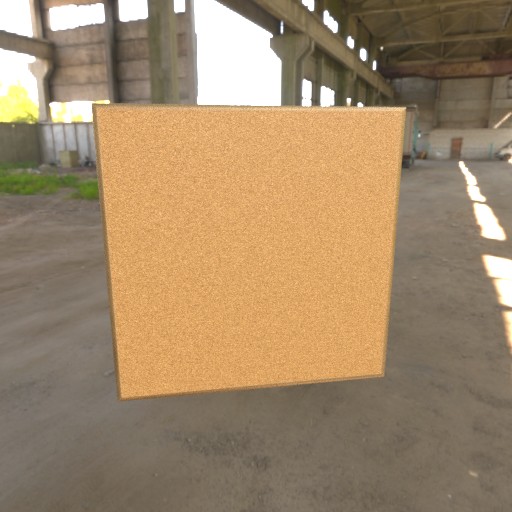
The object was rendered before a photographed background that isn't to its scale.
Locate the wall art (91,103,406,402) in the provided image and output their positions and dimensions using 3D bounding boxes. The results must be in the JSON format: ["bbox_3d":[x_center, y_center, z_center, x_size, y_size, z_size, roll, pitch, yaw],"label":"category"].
[{"bbox_3d":[0.000,0.000,0.795,0.513,0.511,0.038,-3,15,-10],"label":"wall art"}]
